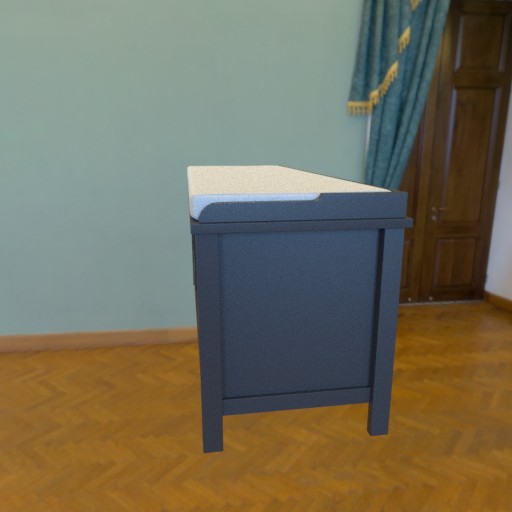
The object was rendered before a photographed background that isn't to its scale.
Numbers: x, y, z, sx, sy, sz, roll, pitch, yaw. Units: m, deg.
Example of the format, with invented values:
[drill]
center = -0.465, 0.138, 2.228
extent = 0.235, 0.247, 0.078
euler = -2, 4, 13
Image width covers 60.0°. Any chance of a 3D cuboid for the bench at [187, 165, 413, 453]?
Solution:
[bench]
center = 0.000, 0.000, 1.365
extent = 0.398, 0.501, 1.140
euler = -2, 14, -9
